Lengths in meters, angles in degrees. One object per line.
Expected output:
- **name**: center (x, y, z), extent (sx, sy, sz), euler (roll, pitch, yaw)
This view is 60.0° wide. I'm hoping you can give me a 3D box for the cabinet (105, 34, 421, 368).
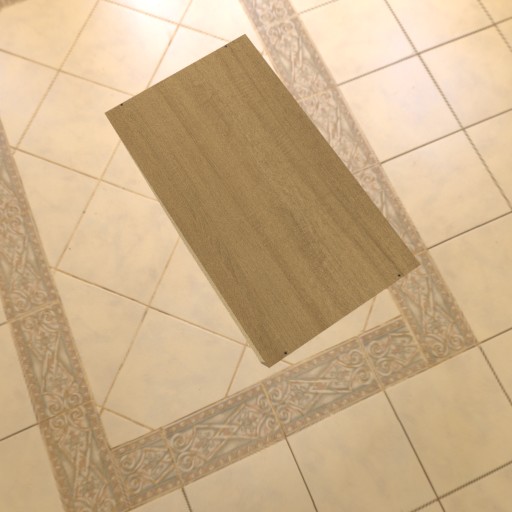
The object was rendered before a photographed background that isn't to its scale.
- **cabinet**: center (0.000, 0.000, 2.417), extent (0.571, 1.999, 1.006), euler (-33, 79, -7)
